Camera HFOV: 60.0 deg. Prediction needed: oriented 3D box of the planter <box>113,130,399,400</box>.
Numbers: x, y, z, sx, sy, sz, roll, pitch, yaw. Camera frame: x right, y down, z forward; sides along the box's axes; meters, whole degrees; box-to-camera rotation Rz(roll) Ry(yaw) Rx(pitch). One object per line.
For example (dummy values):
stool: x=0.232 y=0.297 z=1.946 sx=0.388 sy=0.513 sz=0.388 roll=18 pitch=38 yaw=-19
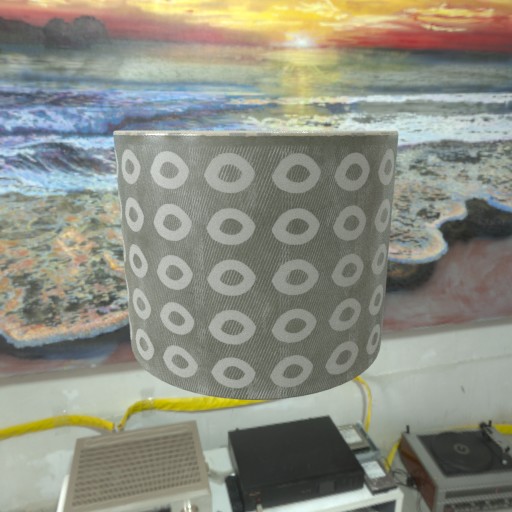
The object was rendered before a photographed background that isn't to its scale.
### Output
planter: x=0.000 y=0.000 z=0.439 sx=0.250 sy=0.239 sz=0.250 roll=0 pitch=16 yaw=0
